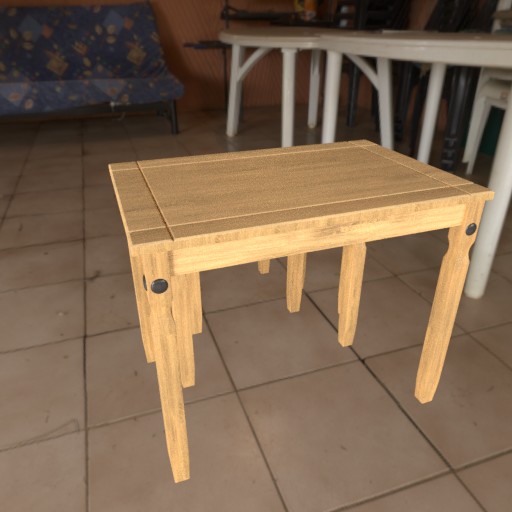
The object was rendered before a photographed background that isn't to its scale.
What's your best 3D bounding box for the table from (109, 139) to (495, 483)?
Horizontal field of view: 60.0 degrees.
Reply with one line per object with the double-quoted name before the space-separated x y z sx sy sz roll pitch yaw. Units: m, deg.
"table" 0.000 0.000 1.165 0.660 0.535 0.773 -10 29 -18
